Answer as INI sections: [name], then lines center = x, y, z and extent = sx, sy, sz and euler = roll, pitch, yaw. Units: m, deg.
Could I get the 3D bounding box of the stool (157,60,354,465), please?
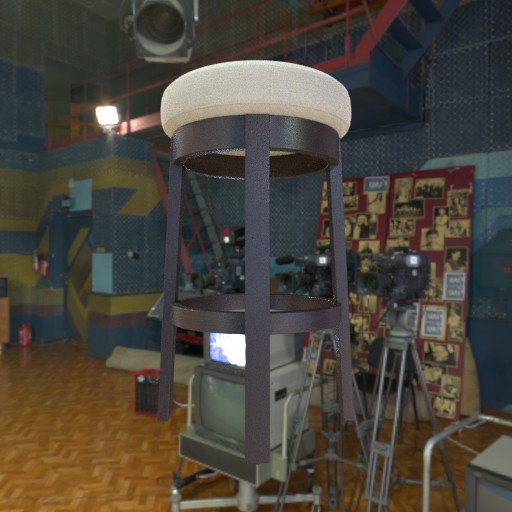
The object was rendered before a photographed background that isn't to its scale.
[stool]
center = 0.000, 0.000, 1.022
extent = 0.446, 0.758, 0.446
euler = 0, 1, 0
